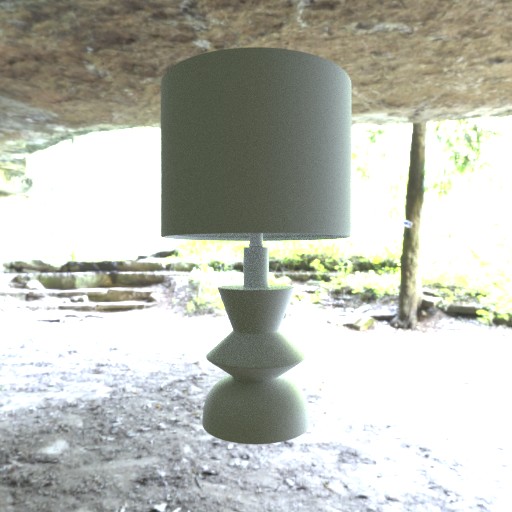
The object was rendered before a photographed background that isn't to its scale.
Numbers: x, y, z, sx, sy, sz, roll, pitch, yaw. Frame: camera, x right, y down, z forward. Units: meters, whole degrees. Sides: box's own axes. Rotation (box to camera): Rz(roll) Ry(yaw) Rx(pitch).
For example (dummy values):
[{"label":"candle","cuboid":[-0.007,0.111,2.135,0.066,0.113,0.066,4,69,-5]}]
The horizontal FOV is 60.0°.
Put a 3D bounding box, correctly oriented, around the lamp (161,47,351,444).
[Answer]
[{"label":"lamp","cuboid":[0.000,0.000,0.715,0.301,0.533,0.301,0,0,-1]}]
